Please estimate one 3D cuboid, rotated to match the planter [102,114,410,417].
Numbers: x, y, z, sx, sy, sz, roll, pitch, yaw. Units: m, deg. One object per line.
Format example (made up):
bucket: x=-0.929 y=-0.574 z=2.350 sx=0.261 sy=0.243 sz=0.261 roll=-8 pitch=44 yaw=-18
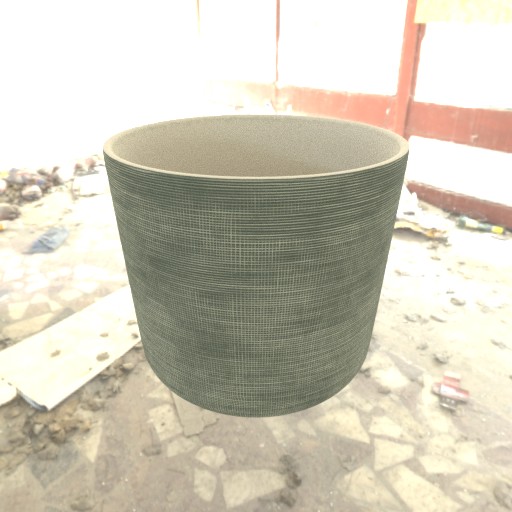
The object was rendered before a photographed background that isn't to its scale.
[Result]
planter: x=0.000 y=0.000 z=0.751 sx=0.440 sy=0.398 sz=0.440 roll=0 pitch=26 yaw=0
